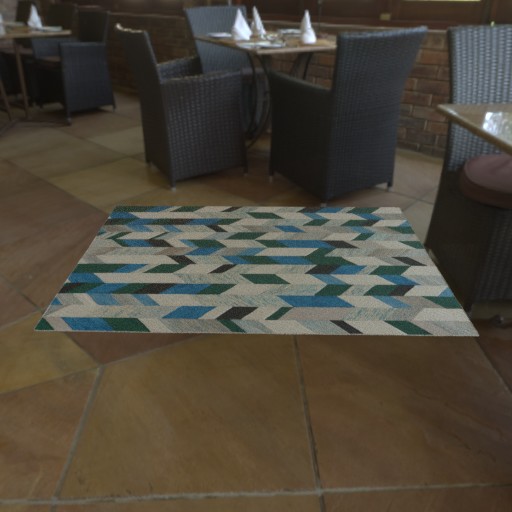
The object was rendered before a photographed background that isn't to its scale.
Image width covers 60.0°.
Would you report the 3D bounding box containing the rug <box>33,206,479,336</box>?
[{"bbox_3d":[0.000,0.000,2.329,1.827,0.005,1.229,0,31,1],"label":"rug"}]
